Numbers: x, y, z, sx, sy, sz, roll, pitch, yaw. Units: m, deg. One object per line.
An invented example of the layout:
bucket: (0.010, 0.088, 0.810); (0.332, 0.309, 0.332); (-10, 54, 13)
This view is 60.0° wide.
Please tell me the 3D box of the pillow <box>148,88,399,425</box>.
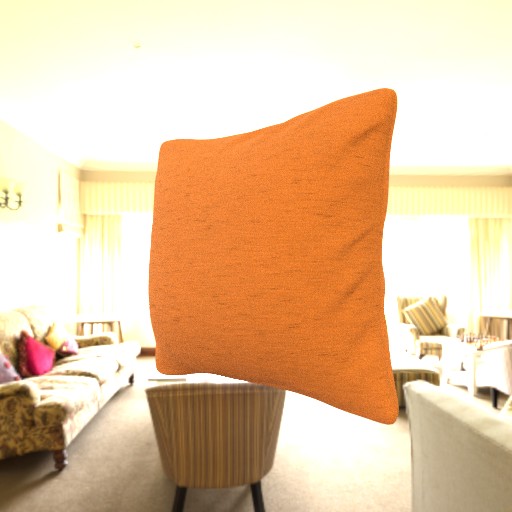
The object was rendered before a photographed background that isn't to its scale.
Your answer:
pillow: (0.000, 0.000, 0.668); (0.432, 0.415, 0.246); (-1, -1, 37)
